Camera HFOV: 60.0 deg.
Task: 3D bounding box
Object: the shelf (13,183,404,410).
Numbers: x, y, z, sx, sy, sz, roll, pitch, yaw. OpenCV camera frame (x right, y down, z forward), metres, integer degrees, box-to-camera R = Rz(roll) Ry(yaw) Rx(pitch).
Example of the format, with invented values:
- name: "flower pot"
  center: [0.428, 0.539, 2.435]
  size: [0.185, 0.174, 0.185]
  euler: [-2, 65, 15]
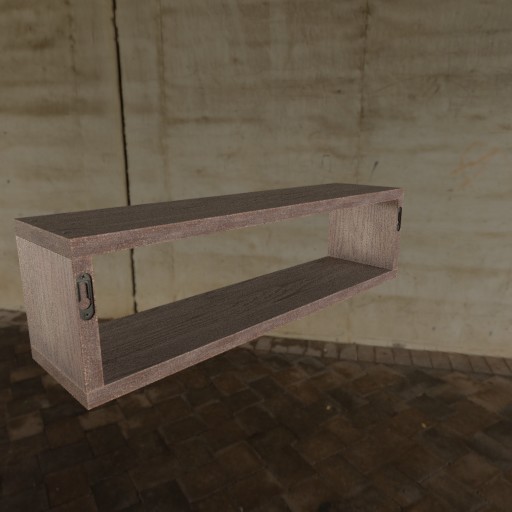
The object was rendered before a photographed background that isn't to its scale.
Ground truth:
- name: "shelf"
  center: [0.000, 0.000, 0.669]
  size: [0.610, 0.170, 0.150]
  euler: [-14, 20, -43]
